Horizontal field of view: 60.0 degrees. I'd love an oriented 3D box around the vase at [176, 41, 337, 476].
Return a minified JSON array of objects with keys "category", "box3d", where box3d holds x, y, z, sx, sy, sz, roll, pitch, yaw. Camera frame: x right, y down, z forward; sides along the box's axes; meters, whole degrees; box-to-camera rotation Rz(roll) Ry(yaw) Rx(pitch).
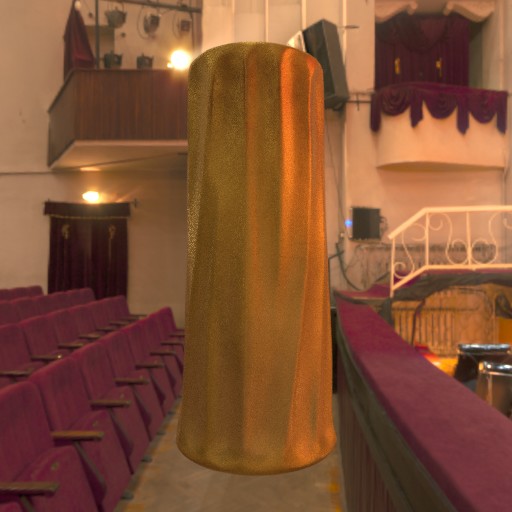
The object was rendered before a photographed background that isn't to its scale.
[{"category":"vase","box3d":[0.000,0.000,0.172,0.061,0.143,0.061,0,-1,0]}]
